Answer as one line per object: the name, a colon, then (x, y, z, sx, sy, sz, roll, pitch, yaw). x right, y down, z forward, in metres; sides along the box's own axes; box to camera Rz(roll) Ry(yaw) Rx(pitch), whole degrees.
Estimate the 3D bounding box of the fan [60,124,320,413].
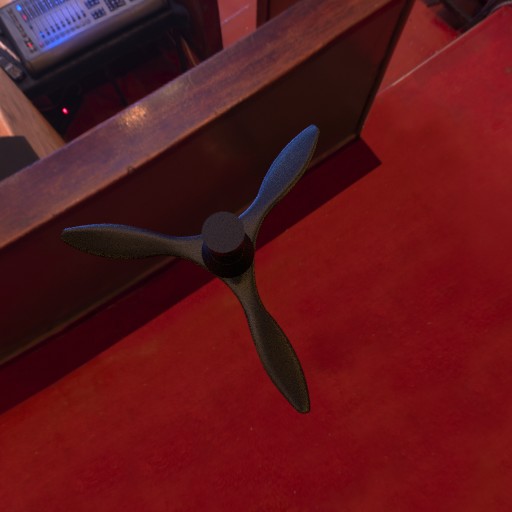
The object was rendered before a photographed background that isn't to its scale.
fan: (0.000, 0.000, 1.571, 1.067, 0.305, 1.067, -36, 79, -9)
